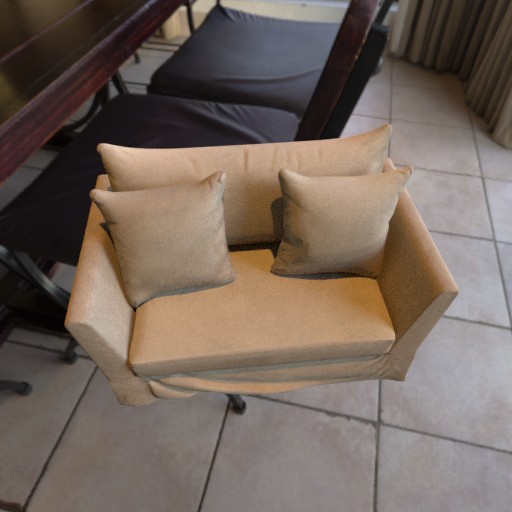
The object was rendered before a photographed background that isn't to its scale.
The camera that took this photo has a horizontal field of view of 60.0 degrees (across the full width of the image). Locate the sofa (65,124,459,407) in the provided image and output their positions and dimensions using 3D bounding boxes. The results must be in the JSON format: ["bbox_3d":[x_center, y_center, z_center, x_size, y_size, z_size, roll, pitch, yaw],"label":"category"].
[{"bbox_3d":[0.000,0.000,2.254,1.608,1.040,1.035,-4,47,-4],"label":"sofa"}]
